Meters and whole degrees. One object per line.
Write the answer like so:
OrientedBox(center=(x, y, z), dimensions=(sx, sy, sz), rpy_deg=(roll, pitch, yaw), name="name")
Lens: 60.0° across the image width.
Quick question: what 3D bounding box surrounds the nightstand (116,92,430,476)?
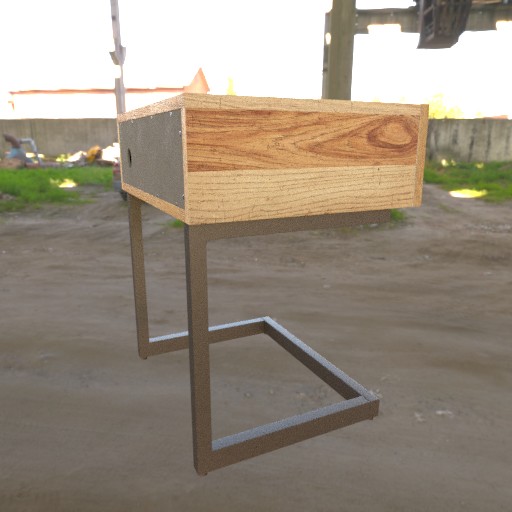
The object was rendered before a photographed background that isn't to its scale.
OrientedBox(center=(0.000, 0.000, 1.009), dimensions=(0.481, 0.632, 0.558), rpy_deg=(-7, 16, -25), name="nightstand")
